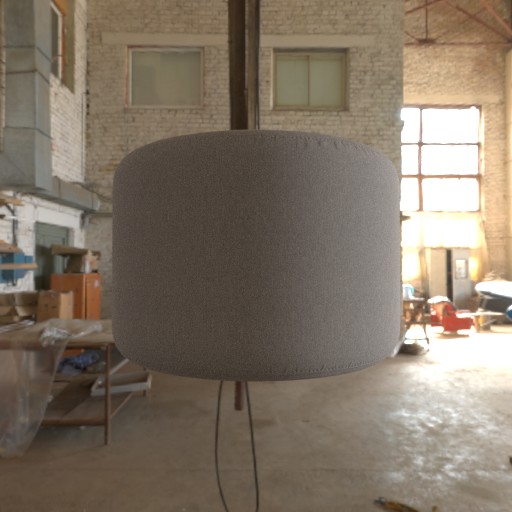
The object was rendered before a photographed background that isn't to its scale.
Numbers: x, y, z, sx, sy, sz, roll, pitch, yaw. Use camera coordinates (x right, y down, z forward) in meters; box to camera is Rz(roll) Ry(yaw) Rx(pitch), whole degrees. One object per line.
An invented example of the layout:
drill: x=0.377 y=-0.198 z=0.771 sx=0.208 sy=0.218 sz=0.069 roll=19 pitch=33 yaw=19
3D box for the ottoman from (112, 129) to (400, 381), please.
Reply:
ottoman: x=0.000 y=0.000 z=0.985 sx=0.608 sy=0.433 sz=0.608 roll=0 pitch=-1 yaw=0
